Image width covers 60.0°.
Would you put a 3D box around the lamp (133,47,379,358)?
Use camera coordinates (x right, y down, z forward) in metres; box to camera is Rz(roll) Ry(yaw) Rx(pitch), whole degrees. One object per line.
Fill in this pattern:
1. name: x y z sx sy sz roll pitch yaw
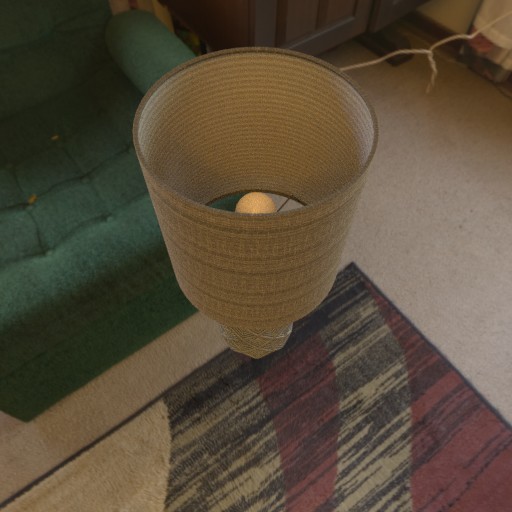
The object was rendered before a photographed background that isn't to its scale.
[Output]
1. lamp: 0.000 0.000 0.728 0.269 0.566 0.268 32 63 18
